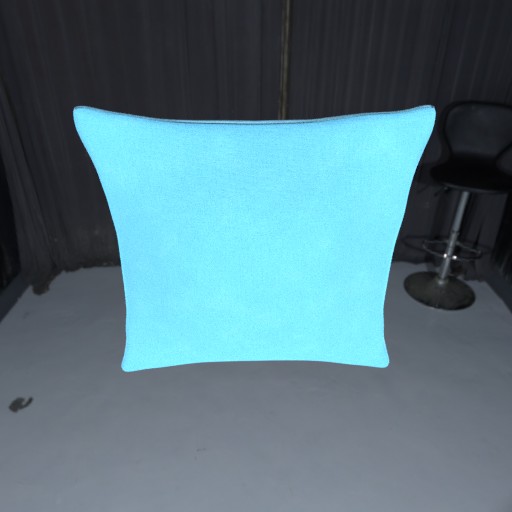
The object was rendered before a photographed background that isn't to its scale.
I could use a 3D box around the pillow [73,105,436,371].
[{"bbox_3d":[0.000,0.000,0.628,0.433,0.415,0.151,-1,30,-1],"label":"pillow"}]
